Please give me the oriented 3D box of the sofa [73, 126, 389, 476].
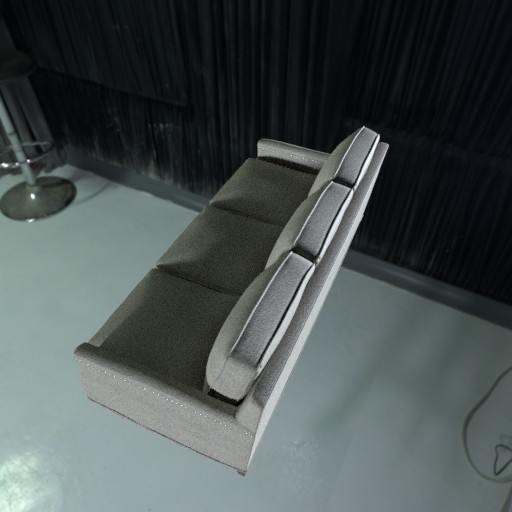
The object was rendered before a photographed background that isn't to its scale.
[{"bbox_3d":[0.000,0.000,2.809,1.084,1.003,2.246,18,48,17],"label":"sofa"}]
